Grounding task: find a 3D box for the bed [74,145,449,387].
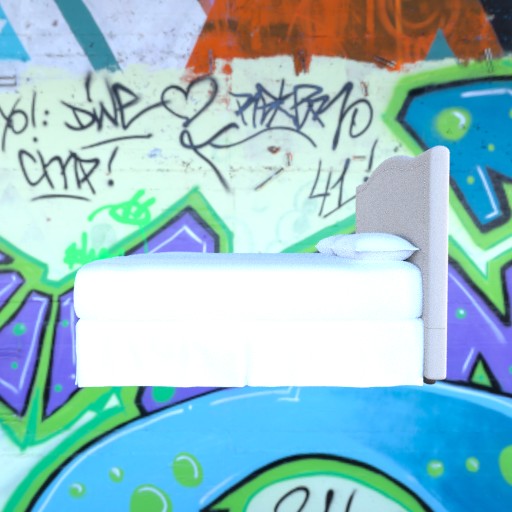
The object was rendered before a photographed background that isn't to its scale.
[{"bbox_3d":[0.000,0.000,3.181,2.052,1.398,1.678,0,2,-1],"label":"bed"}]
